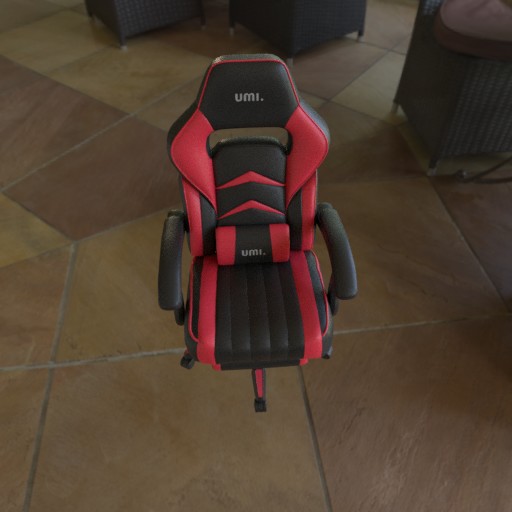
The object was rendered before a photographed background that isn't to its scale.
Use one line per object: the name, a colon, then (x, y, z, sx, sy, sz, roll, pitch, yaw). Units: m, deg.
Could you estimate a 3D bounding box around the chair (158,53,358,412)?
chair: (0.000, 0.000, 1.648, 0.700, 1.220, 0.700, -3, 48, -3)
